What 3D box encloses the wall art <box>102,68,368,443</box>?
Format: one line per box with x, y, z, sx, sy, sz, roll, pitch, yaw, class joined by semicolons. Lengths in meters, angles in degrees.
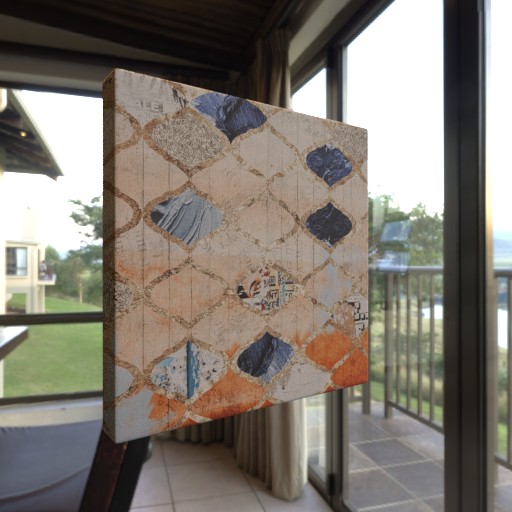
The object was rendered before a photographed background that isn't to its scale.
0.000;0.000;0.458;0.303;0.304;0.036;0;0;-35;wall art
